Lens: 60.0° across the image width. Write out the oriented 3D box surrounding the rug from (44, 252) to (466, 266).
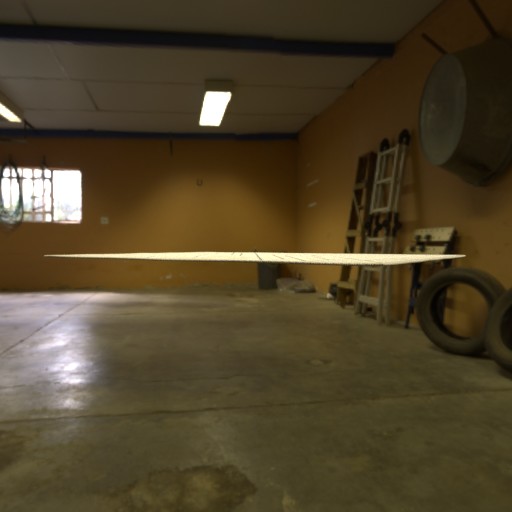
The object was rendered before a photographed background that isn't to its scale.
[{"bbox_3d":[0.000,0.000,4.353,3.381,0.026,2.436,1,2,35],"label":"rug"}]
